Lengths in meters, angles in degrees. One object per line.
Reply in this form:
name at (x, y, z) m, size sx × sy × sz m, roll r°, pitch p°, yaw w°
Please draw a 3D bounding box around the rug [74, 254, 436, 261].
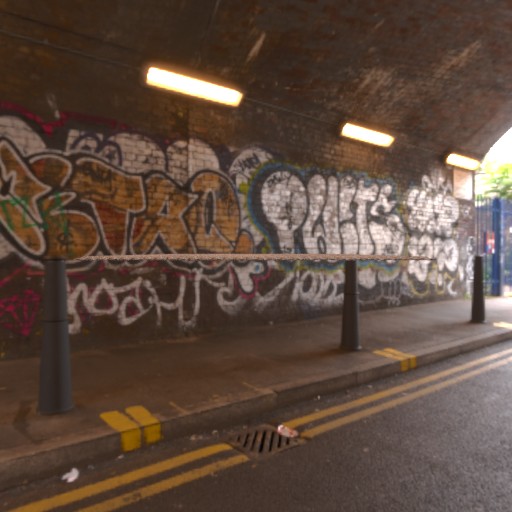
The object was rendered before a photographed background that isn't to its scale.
rug at (0.000, 0.000, 2.405) m, size 1.230 × 0.014 × 1.847 m, roll 0°, pitch 1°, yaw 0°
